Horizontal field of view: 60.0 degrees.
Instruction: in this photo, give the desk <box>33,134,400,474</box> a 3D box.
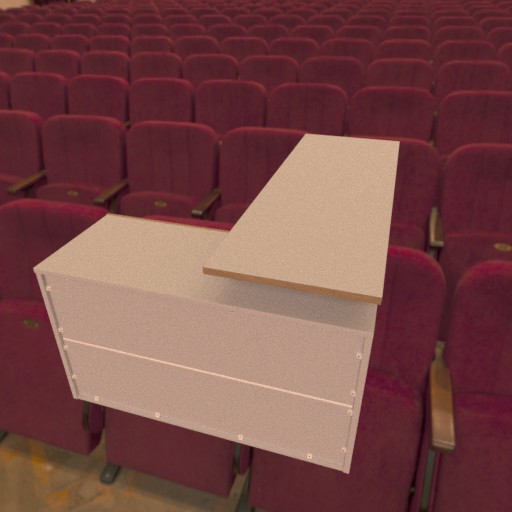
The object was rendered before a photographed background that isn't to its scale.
[{"bbox_3d":[0.000,0.000,2.018,1.098,0.755,1.404,9,32,15],"label":"desk"}]
